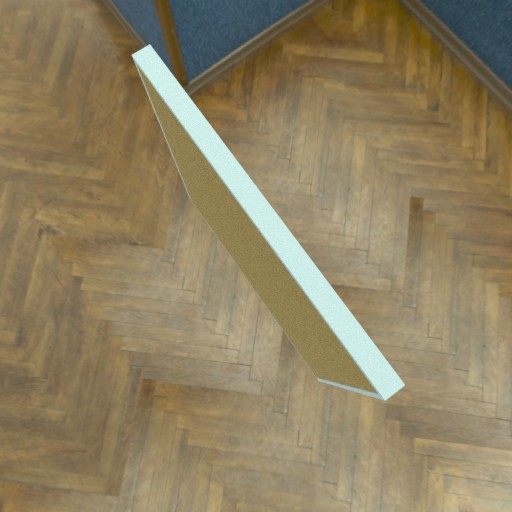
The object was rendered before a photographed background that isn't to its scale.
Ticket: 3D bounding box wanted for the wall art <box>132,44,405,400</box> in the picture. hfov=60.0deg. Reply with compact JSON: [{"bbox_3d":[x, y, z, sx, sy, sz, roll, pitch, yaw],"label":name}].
[{"bbox_3d":[0.000,0.000,1.146,0.041,0.765,0.768,-34,79,-8],"label":"wall art"}]
